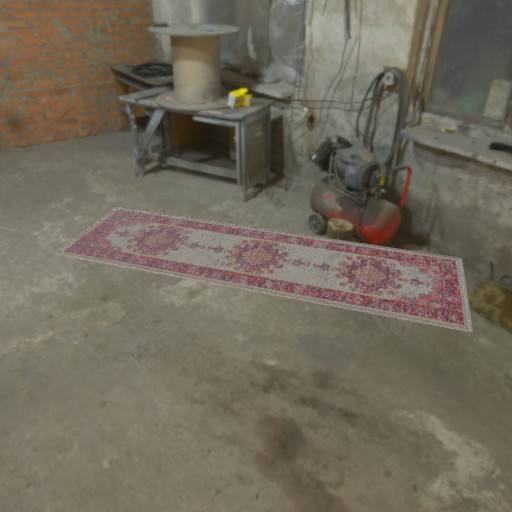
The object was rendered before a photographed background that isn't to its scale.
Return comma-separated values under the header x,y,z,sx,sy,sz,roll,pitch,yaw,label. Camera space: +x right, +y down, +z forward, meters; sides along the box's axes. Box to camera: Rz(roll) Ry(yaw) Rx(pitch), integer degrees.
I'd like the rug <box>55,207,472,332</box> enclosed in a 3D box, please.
x,y,z,sx,sy,sz,roll,pitch,yaw,label
0.000,0.000,2.594,2.294,0.011,0.666,9,33,15,rug
